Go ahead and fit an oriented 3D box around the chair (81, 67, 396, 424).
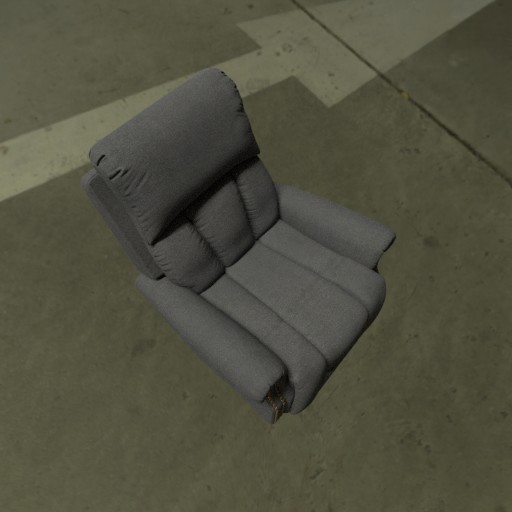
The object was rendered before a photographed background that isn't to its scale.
[{"bbox_3d":[0.000,0.000,1.757,0.979,1.031,0.871,36,64,20],"label":"chair"}]
